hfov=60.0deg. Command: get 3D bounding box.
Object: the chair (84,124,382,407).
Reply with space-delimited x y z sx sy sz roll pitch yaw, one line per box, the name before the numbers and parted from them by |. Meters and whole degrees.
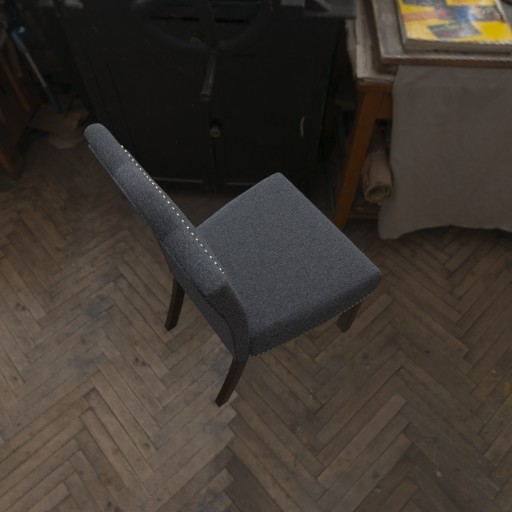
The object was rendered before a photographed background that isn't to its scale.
chair | 0.000 0.000 1.298 0.589 0.946 0.518 -32 63 -18
